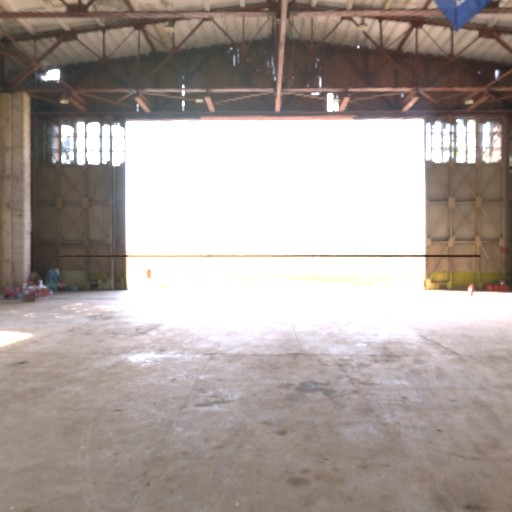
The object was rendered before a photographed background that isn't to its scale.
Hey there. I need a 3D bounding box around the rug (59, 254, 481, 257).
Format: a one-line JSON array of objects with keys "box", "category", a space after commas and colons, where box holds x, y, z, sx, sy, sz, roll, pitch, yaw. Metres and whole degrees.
[{"box": [0.000, 0.000, 2.771, 2.448, 0.012, 0.769, 0, 0, 21], "category": "rug"}]
